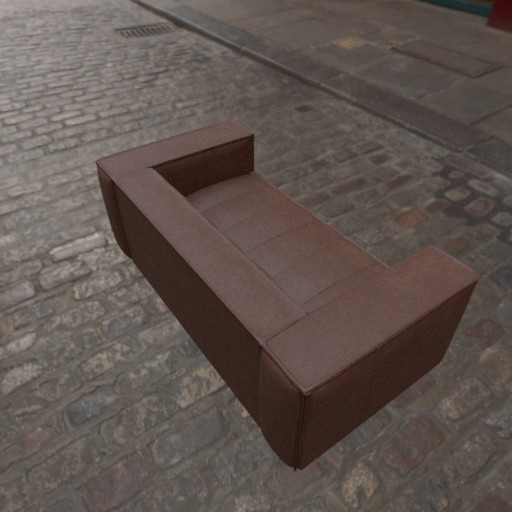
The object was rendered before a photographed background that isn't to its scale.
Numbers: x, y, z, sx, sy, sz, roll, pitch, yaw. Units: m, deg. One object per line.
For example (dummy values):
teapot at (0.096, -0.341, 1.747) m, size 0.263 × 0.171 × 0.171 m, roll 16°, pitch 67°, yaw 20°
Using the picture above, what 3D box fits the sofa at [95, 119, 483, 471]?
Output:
sofa at (0.000, 0.000, 2.599) m, size 1.102 × 0.703 × 2.088 m, roll -25°, pitch 47°, yaw -26°
